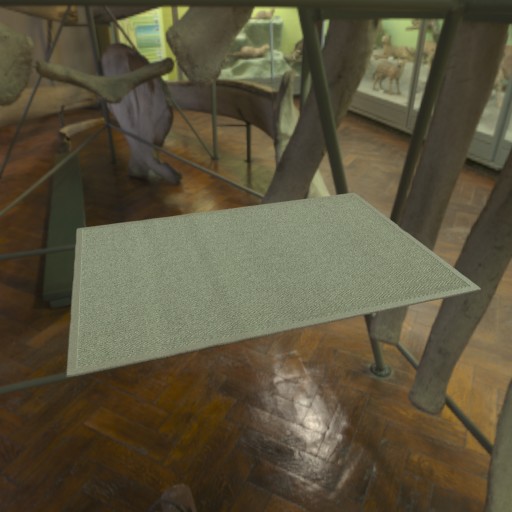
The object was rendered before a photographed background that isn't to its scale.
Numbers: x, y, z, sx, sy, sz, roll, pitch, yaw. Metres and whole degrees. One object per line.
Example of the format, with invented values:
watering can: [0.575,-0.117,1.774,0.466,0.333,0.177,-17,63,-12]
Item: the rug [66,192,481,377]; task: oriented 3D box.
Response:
rug: [0.000,0.000,2.931,2.290,0.021,1.540,-9,32,-15]
